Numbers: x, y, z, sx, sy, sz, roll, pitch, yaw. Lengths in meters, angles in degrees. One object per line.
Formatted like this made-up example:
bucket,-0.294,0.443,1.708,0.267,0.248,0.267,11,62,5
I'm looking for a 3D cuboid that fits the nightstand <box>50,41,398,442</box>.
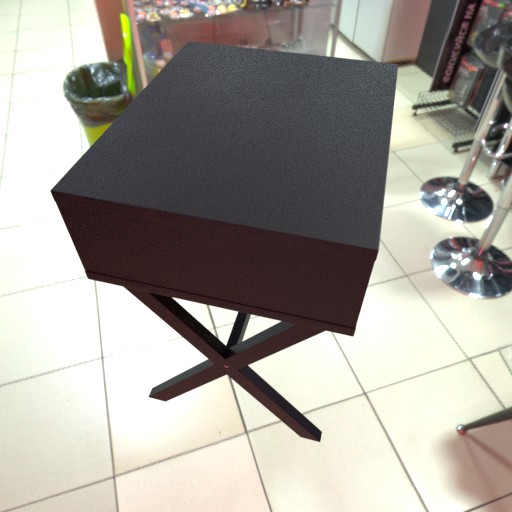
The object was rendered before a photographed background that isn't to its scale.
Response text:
nightstand,0.000,0.000,0.898,0.402,0.623,0.479,11,48,10
